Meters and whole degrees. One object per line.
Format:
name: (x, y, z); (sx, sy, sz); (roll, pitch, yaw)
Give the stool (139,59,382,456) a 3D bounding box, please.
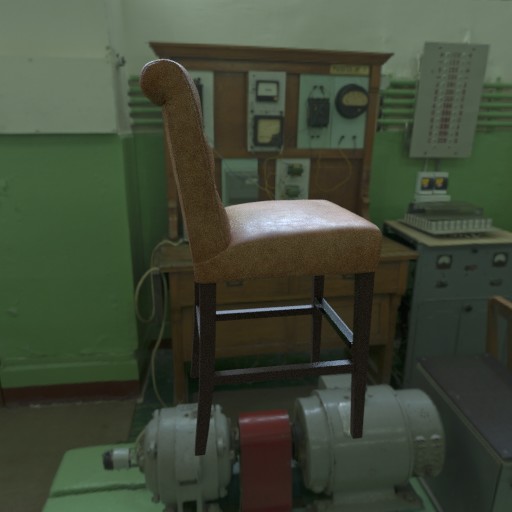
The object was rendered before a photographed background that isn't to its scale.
stool: (0.000, 0.000, 1.355); (0.601, 1.047, 0.493); (-3, 17, -9)
